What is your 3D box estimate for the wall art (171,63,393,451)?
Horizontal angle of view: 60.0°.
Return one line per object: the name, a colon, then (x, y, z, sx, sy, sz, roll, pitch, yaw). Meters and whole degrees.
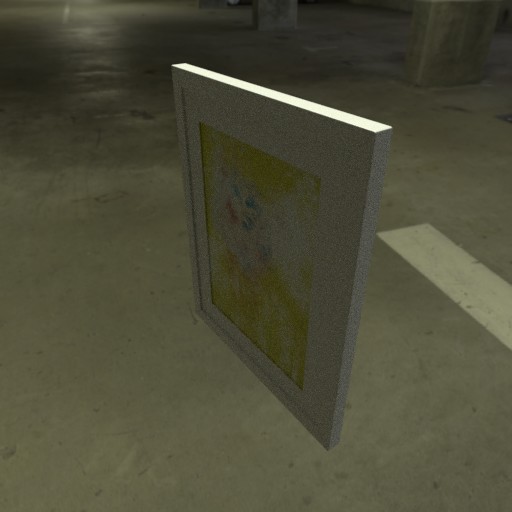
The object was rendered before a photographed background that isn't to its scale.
wall art: (0.000, 0.000, 0.768, 0.028, 0.556, 0.454, -22, 39, -30)
